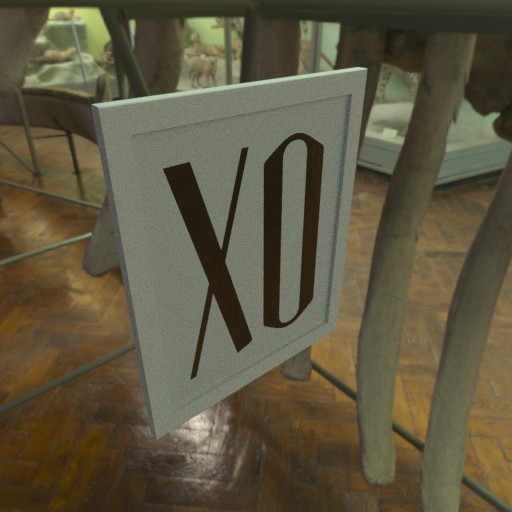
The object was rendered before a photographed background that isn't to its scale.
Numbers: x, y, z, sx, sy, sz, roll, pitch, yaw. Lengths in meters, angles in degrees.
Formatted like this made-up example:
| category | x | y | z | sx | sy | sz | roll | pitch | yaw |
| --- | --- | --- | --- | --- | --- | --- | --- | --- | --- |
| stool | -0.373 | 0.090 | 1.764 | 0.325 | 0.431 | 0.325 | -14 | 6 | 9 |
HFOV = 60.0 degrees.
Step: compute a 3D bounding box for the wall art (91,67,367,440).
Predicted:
| category | x | y | z | sx | sy | sz | roll | pitch | yaw |
| --- | --- | --- | --- | --- | --- | --- | --- | --- | --- |
| wall art | 0.000 | 0.000 | 0.728 | 0.444 | 0.536 | 0.020 | -23 | 37 | -33 |
